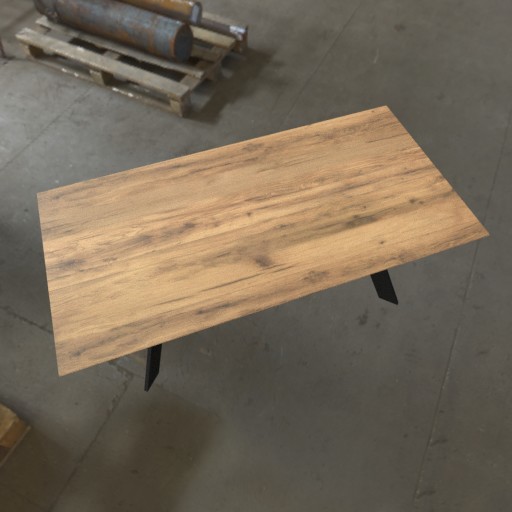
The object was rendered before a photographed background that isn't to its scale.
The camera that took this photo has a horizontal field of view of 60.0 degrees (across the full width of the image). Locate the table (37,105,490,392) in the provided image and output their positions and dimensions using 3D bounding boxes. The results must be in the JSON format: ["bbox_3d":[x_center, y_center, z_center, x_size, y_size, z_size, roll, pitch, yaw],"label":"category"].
[{"bbox_3d":[0.000,0.000,2.497,2.000,0.770,1.000,-17,59,-11],"label":"table"}]
